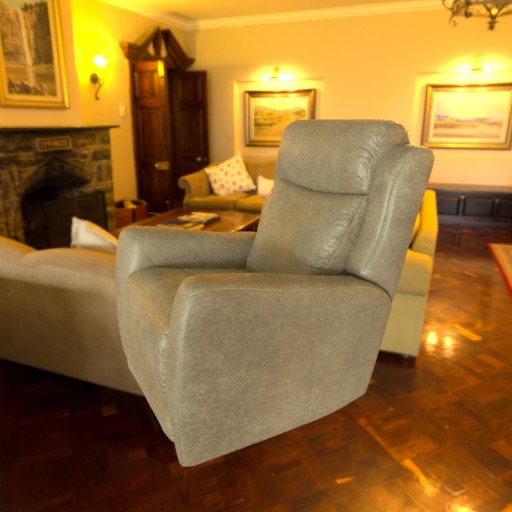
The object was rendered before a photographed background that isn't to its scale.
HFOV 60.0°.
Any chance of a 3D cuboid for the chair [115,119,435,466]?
[{"bbox_3d":[0.000,0.000,1.890,1.068,1.116,0.967,-9,19,-27],"label":"chair"}]
